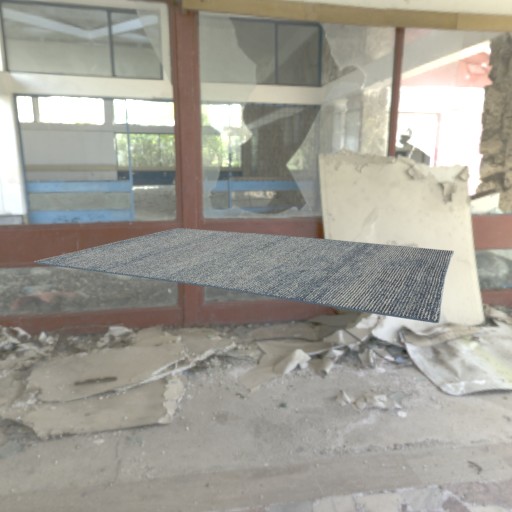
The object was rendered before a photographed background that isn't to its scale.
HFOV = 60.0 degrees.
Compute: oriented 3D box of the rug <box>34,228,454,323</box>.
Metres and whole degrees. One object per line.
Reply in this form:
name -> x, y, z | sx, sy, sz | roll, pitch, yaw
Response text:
rug -> 0.000, 0.000, 2.204 | 1.777, 0.021, 1.145 | 6, 14, 25
